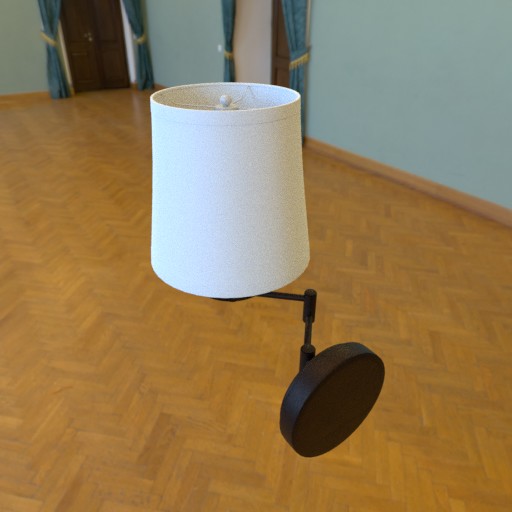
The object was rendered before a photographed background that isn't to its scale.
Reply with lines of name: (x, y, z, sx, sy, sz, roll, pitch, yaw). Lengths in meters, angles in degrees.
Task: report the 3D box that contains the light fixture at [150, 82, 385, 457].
light fixture: (0.000, 0.000, 0.259, 0.100, 0.172, 0.157, -19, 35, -29)
